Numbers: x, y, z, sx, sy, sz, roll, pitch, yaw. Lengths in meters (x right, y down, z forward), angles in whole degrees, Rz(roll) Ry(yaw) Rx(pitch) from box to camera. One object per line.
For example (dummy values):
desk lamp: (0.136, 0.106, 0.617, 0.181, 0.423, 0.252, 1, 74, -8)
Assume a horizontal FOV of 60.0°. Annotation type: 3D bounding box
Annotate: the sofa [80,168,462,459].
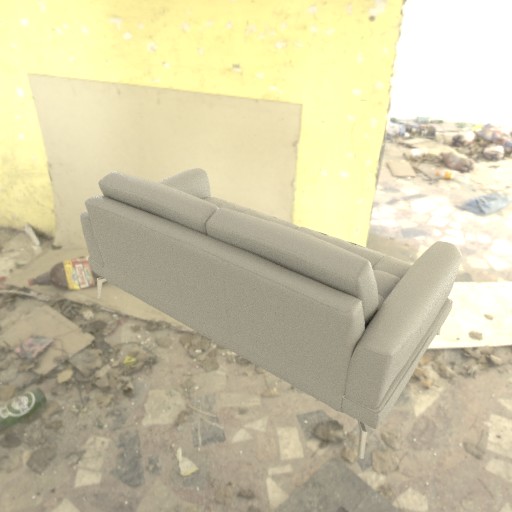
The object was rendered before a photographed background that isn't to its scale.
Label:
sofa: (0.000, 0.000, 2.744, 2.177, 0.930, 1.121, 22, 38, 31)
